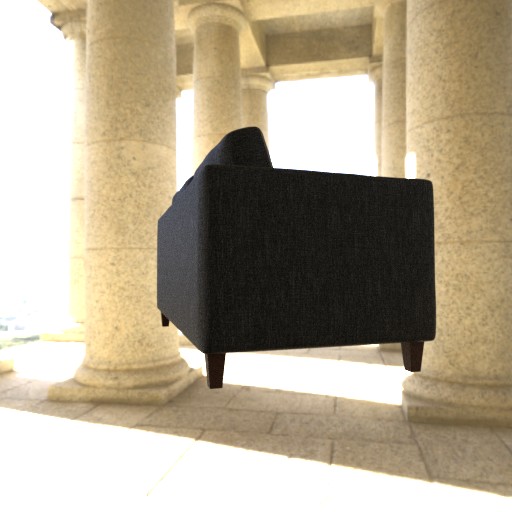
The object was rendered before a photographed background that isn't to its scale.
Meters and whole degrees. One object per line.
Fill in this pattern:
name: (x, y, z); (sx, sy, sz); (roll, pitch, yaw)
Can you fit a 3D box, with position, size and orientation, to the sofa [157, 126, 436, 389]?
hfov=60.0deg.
sofa: (0.000, 0.000, 2.477); (0.950, 0.963, 1.884); (0, -2, -17)
